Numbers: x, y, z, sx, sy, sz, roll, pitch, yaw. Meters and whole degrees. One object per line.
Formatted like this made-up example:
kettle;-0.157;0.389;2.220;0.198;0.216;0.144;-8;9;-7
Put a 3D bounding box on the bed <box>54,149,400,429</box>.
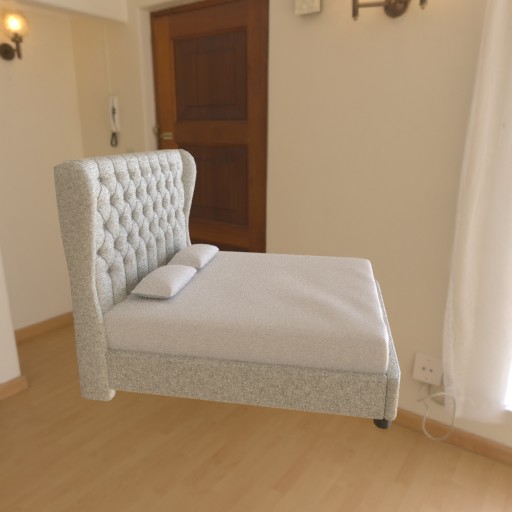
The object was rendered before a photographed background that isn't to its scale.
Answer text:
bed;0.000;0.000;3.953;2.347;1.771;2.219;3;16;10
